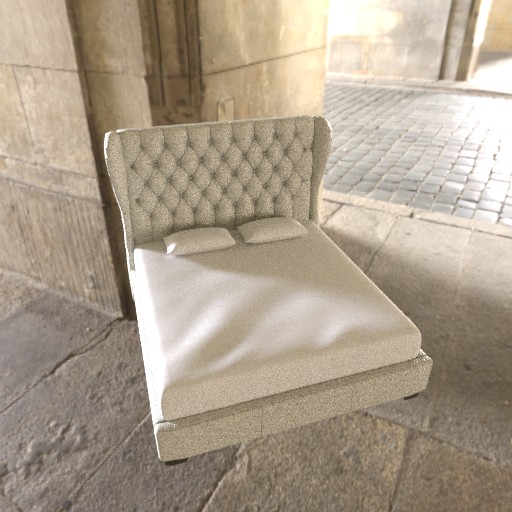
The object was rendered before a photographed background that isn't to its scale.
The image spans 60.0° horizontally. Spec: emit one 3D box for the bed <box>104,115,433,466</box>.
[{"bbox_3d":[0.000,0.000,3.829,2.219,1.771,2.347,-9,32,-15],"label":"bed"}]
